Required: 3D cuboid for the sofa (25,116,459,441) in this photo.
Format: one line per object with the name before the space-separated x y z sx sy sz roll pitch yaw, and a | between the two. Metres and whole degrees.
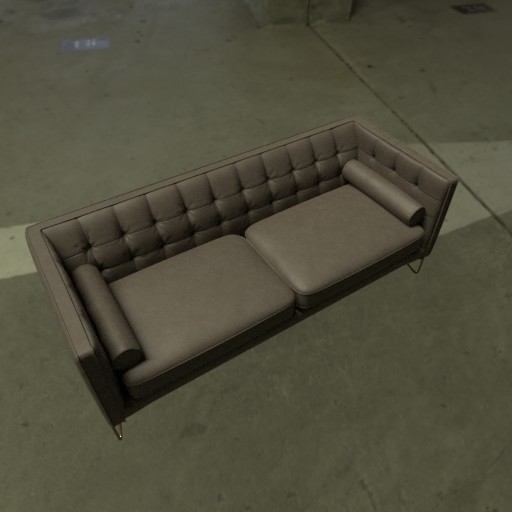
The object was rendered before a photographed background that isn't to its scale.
sofa | 0.000 0.000 2.485 2.087 0.789 0.867 -24 50 -22
